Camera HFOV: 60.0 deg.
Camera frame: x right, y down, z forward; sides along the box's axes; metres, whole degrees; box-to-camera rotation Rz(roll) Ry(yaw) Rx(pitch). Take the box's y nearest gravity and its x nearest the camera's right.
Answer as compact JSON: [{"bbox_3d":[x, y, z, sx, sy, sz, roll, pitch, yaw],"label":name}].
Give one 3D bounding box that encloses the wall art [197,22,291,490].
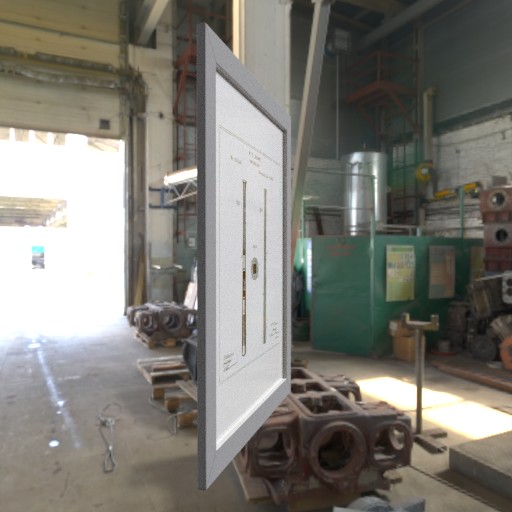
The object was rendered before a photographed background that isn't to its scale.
[{"bbox_3d":[0.000,0.000,0.678,0.012,0.529,0.374,0,1,19],"label":"wall art"}]
